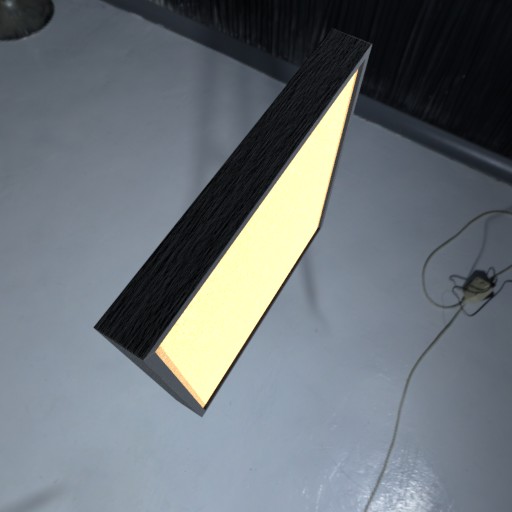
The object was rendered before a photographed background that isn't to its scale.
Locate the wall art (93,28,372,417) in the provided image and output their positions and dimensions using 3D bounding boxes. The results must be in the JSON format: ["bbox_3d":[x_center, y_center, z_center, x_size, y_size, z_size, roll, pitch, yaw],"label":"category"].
[{"bbox_3d":[0.000,0.000,0.450,0.037,0.305,0.305,29,68,13],"label":"wall art"}]
